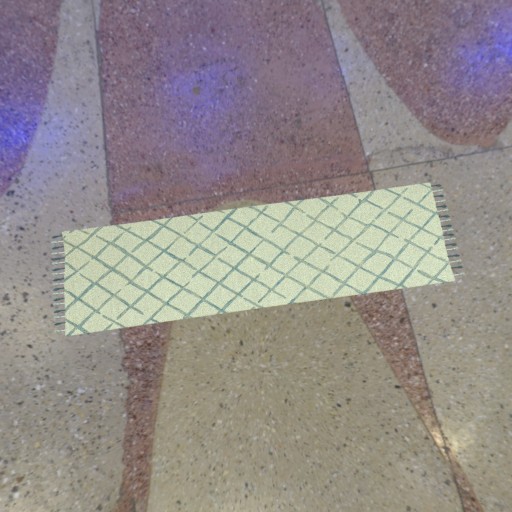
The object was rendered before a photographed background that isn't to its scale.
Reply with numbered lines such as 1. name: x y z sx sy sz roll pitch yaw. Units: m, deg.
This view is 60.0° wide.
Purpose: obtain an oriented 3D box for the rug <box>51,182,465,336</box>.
1. rug: 0.000 0.000 2.596 2.372 0.008 0.620 -8 76 -2
